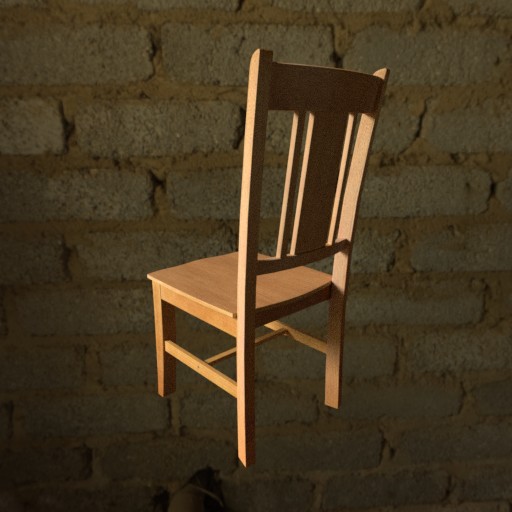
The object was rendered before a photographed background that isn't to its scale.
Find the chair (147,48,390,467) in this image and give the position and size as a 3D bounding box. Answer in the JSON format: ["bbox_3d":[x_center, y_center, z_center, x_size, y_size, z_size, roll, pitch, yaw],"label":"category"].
[{"bbox_3d":[0.000,0.000,1.286,0.450,0.998,0.556,-14,21,-41],"label":"chair"}]
